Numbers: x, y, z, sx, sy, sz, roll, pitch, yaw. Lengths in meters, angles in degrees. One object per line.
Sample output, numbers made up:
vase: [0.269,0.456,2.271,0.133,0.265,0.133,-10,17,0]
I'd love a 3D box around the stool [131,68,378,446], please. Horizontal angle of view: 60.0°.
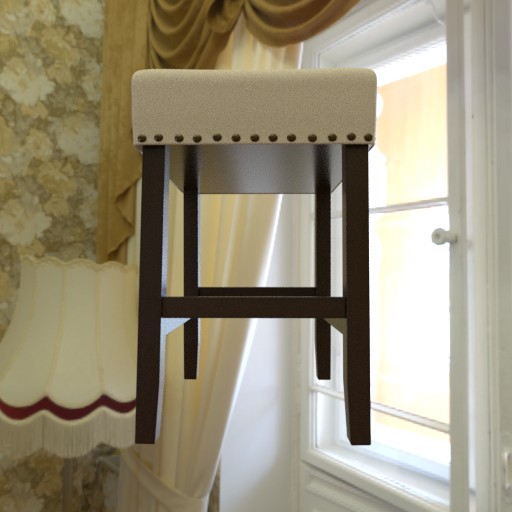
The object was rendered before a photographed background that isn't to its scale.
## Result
stool: [0.000,0.000,0.931,0.401,0.609,0.471,0,-2,1]
